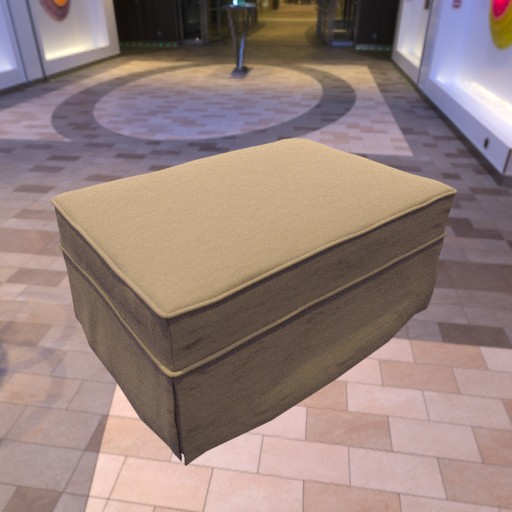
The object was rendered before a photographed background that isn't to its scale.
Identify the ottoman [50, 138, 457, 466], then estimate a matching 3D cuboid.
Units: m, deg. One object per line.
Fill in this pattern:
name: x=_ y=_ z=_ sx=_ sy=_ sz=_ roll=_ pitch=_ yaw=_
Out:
ottoman: x=0.000 y=0.000 z=1.286 sx=0.944 sy=0.479 sz=0.703 roll=-22 pitch=38 yaw=-32
